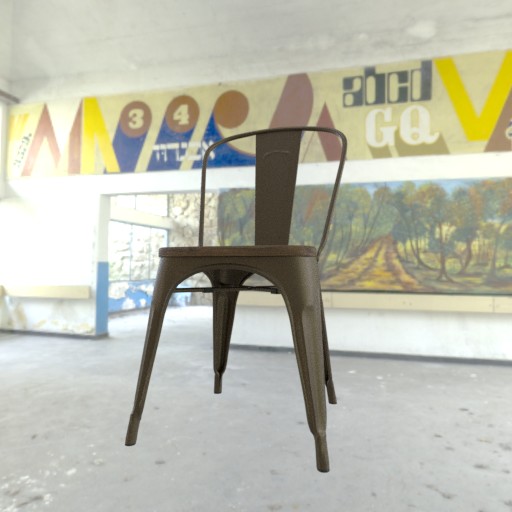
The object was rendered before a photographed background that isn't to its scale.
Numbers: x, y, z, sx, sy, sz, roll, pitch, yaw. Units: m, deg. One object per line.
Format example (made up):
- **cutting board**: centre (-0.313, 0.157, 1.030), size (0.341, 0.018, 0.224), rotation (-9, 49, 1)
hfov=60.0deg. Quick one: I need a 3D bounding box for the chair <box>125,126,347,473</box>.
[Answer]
- **chair**: centre (0.000, 0.000, 1.173), size (0.451, 0.844, 0.532), rotation (0, -2, 17)
